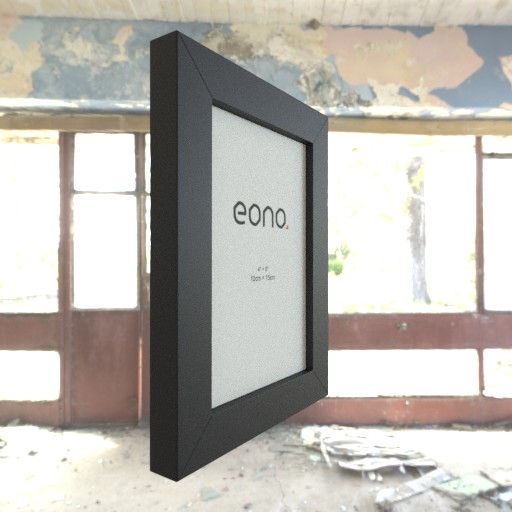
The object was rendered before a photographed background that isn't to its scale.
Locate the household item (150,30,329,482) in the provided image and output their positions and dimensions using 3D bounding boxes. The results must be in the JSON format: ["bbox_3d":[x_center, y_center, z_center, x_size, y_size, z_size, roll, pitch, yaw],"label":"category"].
[{"bbox_3d":[0.000,0.000,0.233,0.022,0.178,0.133,0,0,35],"label":"household item"}]
